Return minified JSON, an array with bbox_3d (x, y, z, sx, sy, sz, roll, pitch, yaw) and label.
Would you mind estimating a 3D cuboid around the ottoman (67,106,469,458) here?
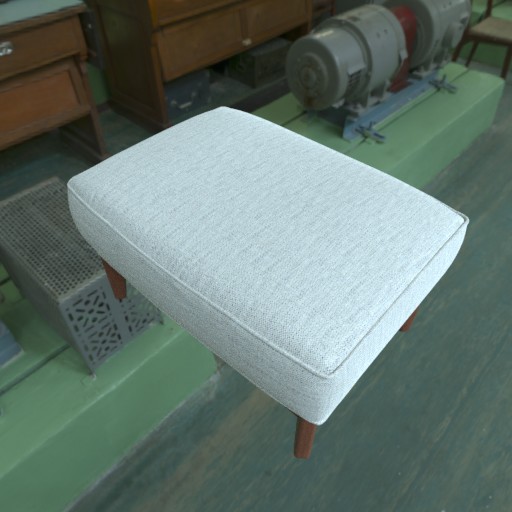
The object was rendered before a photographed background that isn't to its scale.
[{"bbox_3d":[0.000,0.000,1.132,0.794,0.465,0.594,33,54,28],"label":"ottoman"}]
